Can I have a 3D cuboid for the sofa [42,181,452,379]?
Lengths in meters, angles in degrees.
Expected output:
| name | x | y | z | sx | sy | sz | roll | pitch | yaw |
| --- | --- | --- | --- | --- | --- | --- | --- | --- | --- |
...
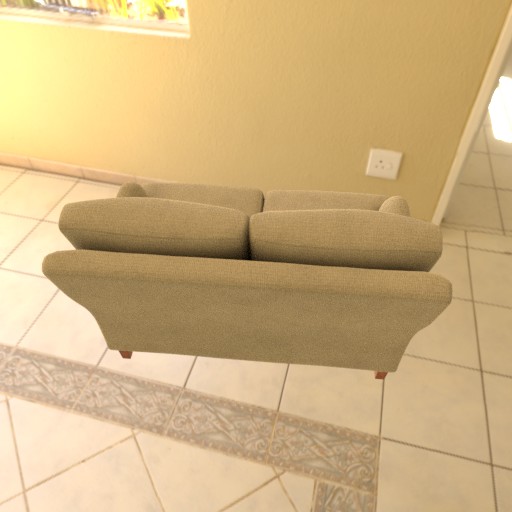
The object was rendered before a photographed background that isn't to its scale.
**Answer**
| name | x | y | z | sx | sy | sz | roll | pitch | yaw |
| --- | --- | --- | --- | --- | --- | --- | --- | --- | --- |
| sofa | 0.000 | 0.000 | 2.159 | 1.480 | 0.999 | 1.087 | 4 | 46 | 4 |
